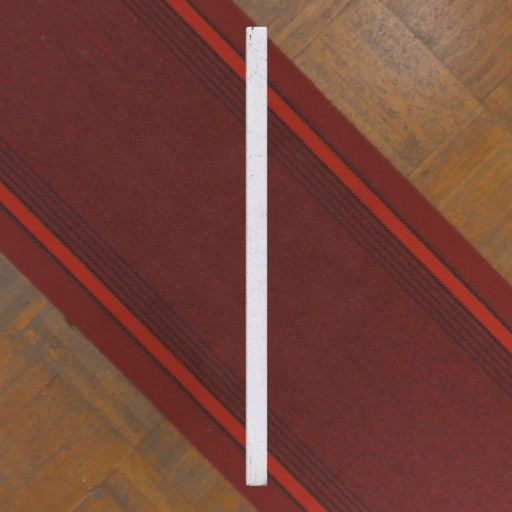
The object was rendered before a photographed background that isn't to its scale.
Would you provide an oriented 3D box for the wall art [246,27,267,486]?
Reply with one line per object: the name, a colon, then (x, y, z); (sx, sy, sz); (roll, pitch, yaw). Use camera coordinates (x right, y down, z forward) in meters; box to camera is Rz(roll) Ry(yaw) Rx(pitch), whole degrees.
wall art: (0.000, 0.000, 1.111); (0.038, 0.762, 0.762); (0, 90, 0)
